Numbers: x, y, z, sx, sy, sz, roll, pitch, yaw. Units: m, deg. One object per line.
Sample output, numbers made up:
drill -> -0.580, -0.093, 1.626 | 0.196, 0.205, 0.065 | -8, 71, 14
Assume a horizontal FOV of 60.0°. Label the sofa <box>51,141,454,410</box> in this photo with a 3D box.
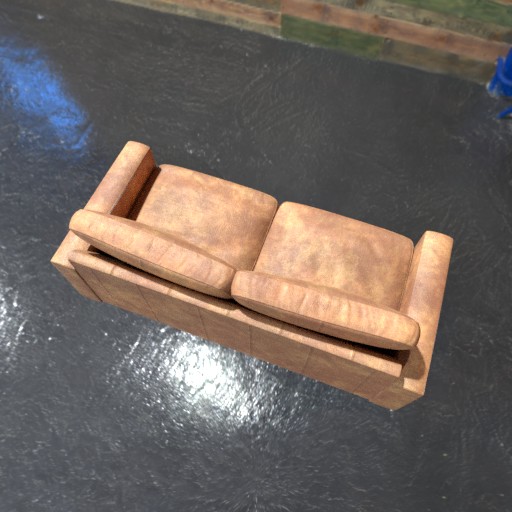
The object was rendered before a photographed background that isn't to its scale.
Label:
sofa -> 0.000, 0.000, 2.714 | 2.179, 0.873, 1.016 | 18, 64, 9
